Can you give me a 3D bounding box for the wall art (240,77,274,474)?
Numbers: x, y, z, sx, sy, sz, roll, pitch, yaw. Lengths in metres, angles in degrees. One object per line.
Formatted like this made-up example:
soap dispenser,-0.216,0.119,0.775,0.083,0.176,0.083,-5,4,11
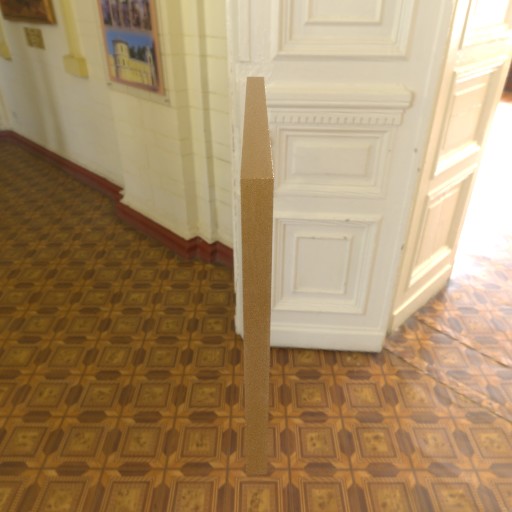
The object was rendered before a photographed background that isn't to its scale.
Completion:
wall art,0.000,0.000,0.791,0.033,0.509,0.510,0,33,0
